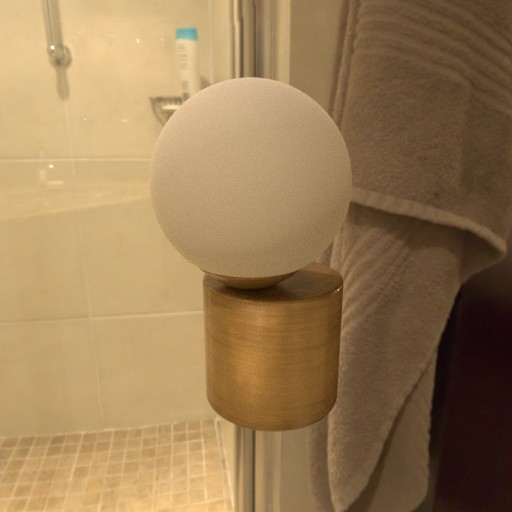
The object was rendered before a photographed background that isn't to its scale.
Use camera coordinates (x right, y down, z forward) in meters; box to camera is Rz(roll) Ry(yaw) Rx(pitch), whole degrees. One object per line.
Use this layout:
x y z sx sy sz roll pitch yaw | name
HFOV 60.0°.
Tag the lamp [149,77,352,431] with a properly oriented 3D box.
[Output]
0.000 0.000 0.335 0.141 0.250 0.152 14 21 41 | lamp
